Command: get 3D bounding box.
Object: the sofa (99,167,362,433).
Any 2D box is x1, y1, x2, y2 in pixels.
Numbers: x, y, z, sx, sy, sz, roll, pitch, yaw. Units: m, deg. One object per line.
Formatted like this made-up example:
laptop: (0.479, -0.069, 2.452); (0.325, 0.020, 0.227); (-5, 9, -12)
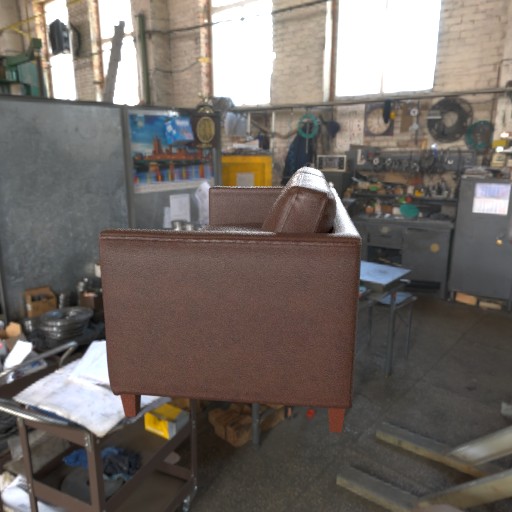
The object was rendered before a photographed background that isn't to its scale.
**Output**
sofa: (0.000, 0.000, 2.458); (0.951, 0.933, 1.883); (2, 14, 7)
